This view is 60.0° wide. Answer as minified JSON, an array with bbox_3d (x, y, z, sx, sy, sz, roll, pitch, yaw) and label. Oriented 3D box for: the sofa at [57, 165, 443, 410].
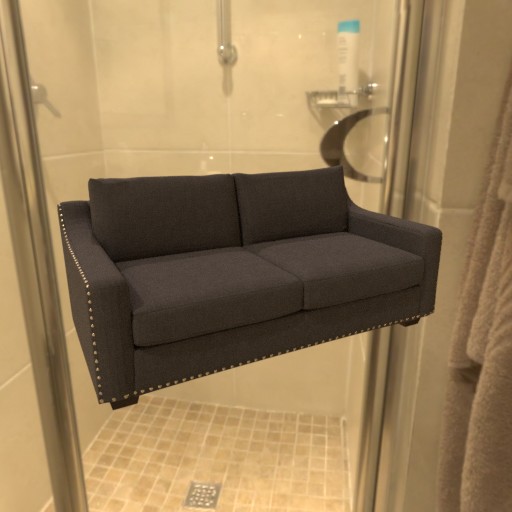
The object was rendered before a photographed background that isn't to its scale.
[{"bbox_3d":[0.000,0.000,3.317,2.550,1.196,1.336,-9,19,-27],"label":"sofa"}]
